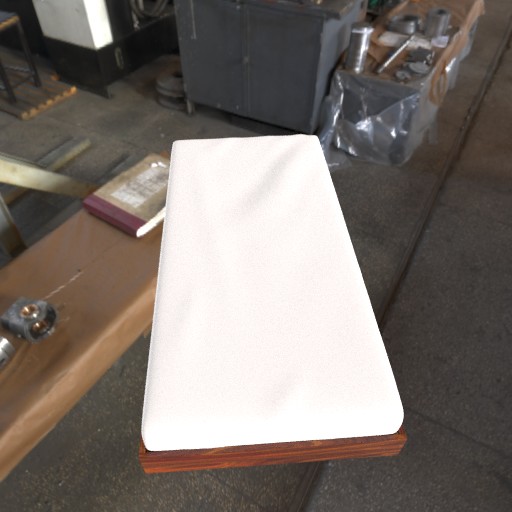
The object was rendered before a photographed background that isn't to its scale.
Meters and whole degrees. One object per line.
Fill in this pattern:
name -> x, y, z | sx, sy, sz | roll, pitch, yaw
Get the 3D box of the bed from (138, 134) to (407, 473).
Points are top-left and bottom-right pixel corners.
bed -> 0.000, 0.000, 2.183 | 0.940, 0.312, 1.860 | -3, 46, -3
